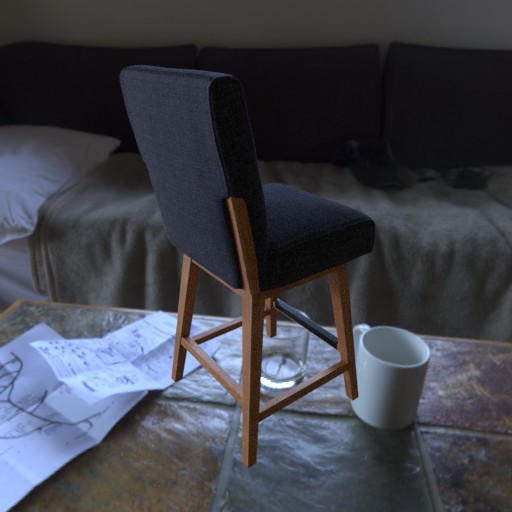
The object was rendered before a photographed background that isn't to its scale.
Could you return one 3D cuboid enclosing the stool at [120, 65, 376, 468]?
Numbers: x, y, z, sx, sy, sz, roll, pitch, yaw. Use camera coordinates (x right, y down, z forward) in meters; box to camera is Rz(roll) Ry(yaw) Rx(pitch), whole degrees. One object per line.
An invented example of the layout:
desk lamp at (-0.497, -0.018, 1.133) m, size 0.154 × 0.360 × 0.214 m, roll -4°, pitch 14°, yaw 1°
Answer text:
stool at (0.000, 0.000, 1.274) m, size 0.526 × 1.010 × 0.459 m, roll -18°, pitch 31°, yaw -33°
